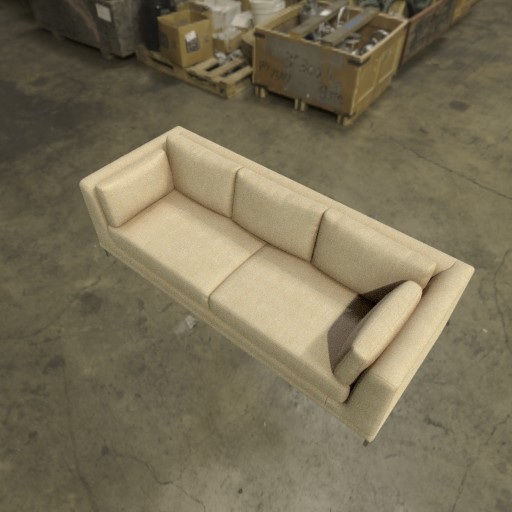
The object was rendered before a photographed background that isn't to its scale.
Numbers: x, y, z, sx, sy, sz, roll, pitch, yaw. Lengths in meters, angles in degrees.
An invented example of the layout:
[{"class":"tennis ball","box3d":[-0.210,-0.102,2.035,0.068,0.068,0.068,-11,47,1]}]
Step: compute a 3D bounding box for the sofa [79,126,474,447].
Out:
[{"class":"sofa","box3d":[0.000,0.000,2.995,2.415,0.867,0.969,31,54,26]}]
